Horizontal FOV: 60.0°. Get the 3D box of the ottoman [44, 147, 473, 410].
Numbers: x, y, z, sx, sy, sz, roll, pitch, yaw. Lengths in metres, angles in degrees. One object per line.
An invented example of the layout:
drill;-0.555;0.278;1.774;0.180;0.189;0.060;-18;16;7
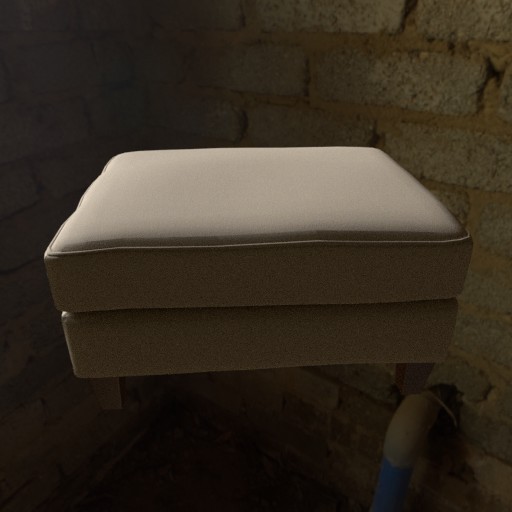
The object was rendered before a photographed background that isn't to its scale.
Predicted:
ottoman;0.000;0.000;1.154;0.818;0.485;0.634;-2;30;-3
